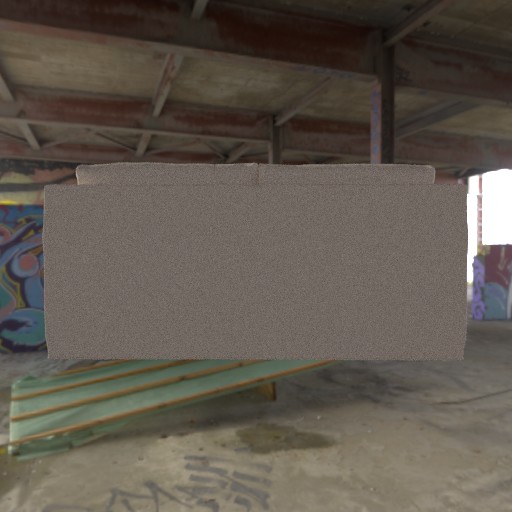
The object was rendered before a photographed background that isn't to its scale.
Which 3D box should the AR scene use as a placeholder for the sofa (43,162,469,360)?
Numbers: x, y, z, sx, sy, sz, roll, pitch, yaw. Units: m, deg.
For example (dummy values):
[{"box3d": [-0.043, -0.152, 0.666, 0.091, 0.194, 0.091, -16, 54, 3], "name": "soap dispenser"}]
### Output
[{"box3d": [0.000, 0.000, 2.250, 1.746, 0.834, 0.962, 0, 1, 1], "name": "sofa"}]
